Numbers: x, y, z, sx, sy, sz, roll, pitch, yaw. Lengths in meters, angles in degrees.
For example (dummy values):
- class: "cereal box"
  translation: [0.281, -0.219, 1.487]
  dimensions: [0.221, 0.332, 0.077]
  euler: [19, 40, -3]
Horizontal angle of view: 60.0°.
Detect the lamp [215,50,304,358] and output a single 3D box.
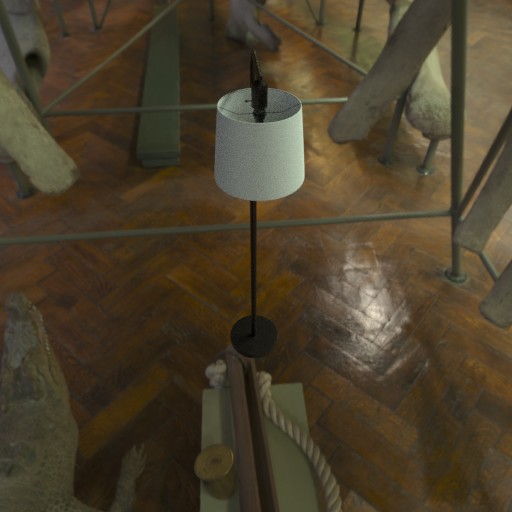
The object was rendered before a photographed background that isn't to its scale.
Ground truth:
- class: "lamp"
  translation: [0.000, 0.000, 1.673]
  dimensions: [0.254, 1.478, 0.508]
  euler: [-3, 46, -3]
